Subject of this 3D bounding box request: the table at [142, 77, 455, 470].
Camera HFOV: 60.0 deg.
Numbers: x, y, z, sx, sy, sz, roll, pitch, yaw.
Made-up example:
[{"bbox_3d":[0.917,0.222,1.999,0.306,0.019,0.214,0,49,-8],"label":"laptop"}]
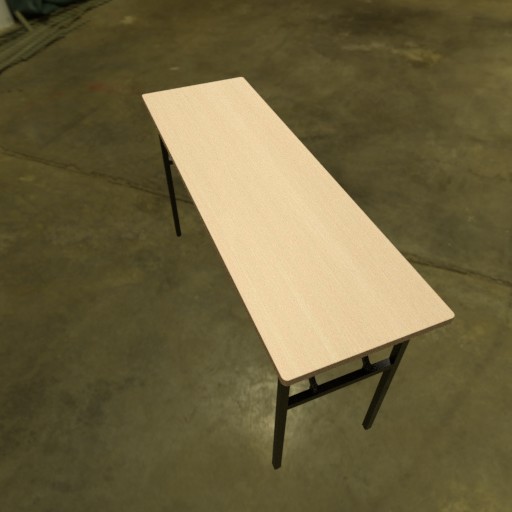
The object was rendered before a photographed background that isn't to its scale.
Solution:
[{"bbox_3d":[0.000,0.000,1.701,0.447,0.750,1.397,-16,48,-15],"label":"table"}]
